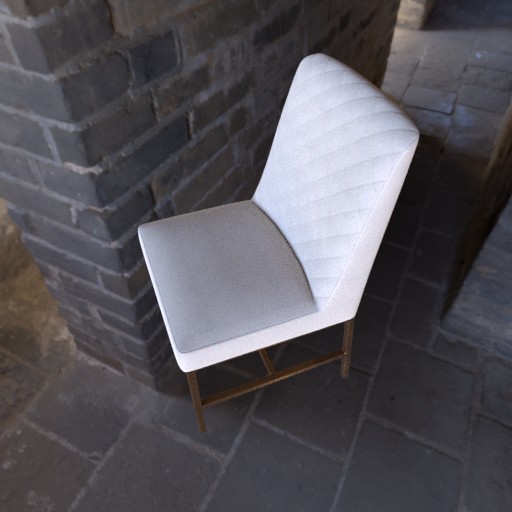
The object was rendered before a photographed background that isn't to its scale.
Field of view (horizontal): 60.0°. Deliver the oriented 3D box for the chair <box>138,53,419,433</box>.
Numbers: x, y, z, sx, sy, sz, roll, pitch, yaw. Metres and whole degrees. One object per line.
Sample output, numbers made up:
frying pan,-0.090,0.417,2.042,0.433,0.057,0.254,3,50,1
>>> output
chair,0.000,0.000,1.277,0.597,0.933,0.503,-16,48,-15
